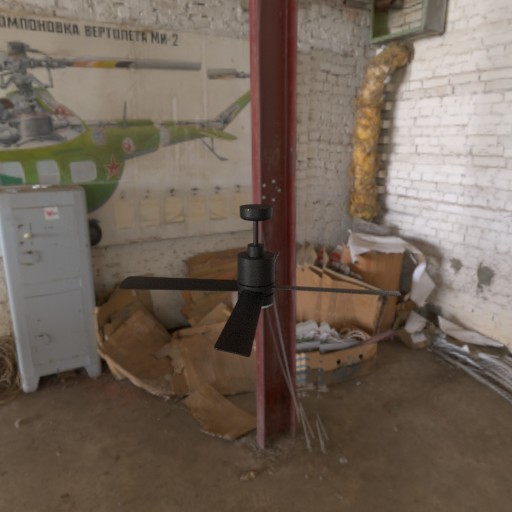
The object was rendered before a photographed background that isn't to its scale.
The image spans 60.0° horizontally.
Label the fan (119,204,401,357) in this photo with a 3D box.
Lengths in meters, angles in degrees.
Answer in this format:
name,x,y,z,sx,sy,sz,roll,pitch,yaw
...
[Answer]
name,x,y,z,sx,sy,sz,roll,pitch,yaw
fan,0.000,0.000,2.376,1.525,0.534,1.525,2,15,7
